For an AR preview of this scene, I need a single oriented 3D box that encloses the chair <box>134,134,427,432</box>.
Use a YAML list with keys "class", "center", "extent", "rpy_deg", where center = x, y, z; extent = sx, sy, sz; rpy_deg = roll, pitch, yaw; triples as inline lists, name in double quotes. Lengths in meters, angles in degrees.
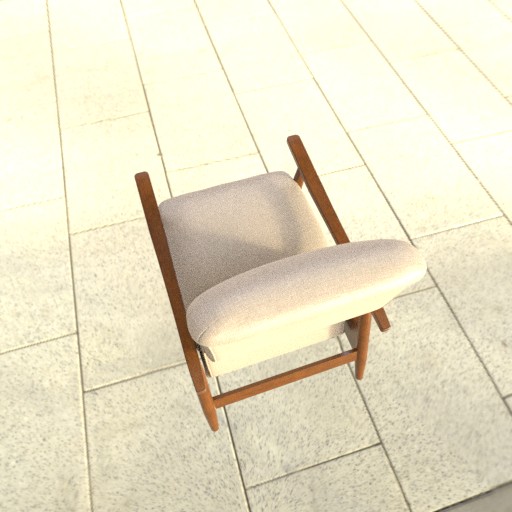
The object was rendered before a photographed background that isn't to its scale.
- class: "chair"
  center: [0.000, 0.000, 1.788]
  extent: [0.762, 1.082, 1.030]
  rpy_deg: [-16, 59, -10]
